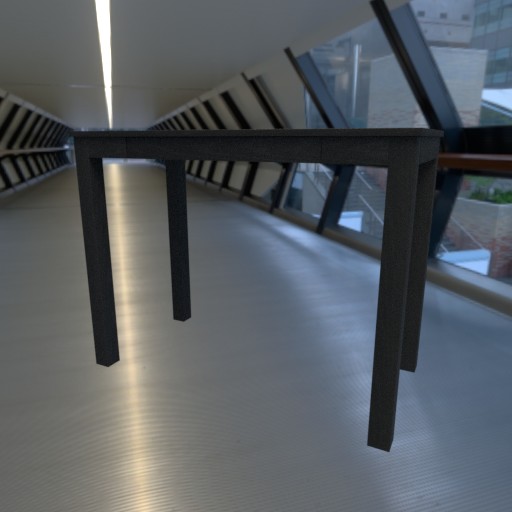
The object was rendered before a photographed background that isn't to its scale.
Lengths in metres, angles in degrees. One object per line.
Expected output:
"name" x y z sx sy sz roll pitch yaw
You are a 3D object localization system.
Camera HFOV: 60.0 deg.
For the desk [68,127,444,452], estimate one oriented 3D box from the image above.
"desk" 0.000 0.000 1.406 0.991 0.762 0.499 7 17 26
